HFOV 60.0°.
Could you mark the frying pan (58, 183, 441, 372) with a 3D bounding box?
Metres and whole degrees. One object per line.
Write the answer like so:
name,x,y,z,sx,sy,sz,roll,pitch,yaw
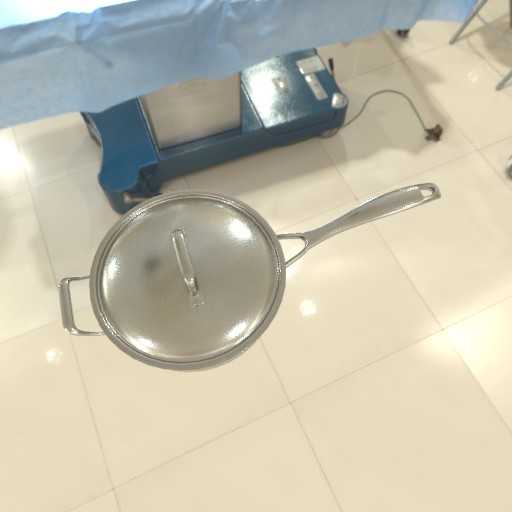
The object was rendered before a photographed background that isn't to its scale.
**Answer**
frying pan,0.000,0.000,0.578,0.492,0.111,0.245,-16,65,-8
